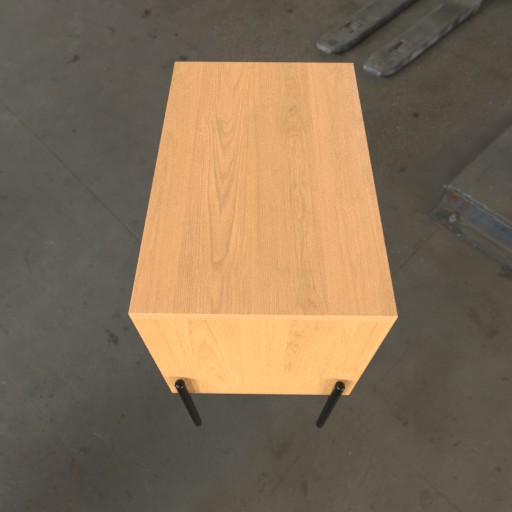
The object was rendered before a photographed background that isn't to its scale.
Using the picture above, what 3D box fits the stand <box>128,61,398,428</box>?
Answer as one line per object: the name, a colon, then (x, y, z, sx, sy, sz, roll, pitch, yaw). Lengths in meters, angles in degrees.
stand: (0.000, 0.000, 1.024, 0.400, 0.600, 0.630, 1, 57, 0)
